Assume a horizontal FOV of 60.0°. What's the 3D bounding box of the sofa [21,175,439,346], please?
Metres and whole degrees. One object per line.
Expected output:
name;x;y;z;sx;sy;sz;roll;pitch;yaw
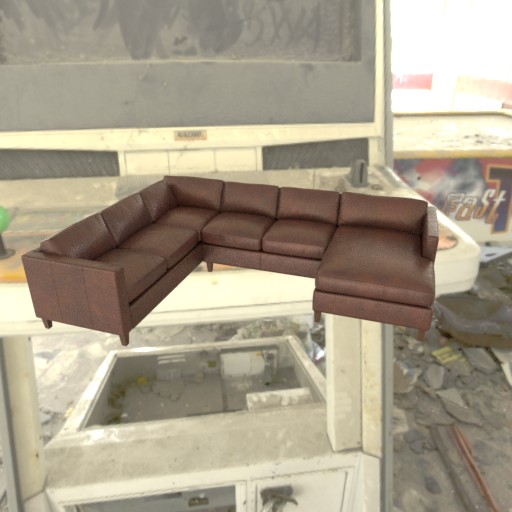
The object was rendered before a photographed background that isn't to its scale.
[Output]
sofa;0.000;0.000;4.378;3.324;0.891;2.452;8;26;17
